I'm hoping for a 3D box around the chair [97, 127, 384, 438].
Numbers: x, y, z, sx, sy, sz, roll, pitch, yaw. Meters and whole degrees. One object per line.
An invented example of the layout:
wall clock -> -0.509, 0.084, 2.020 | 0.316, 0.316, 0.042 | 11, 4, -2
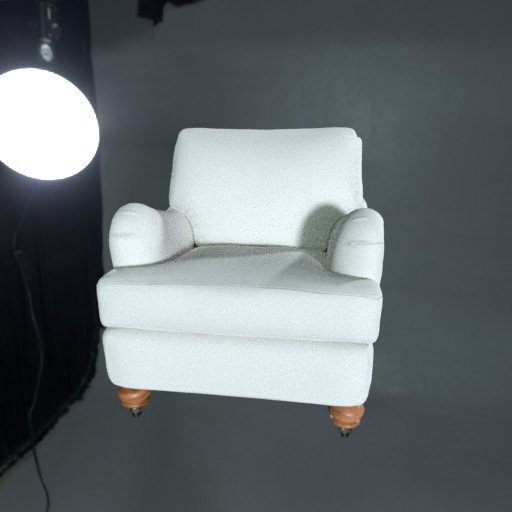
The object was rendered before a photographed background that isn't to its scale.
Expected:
chair -> 0.000, 0.000, 1.841 | 0.955, 1.038, 1.070 | 2, 15, 8
